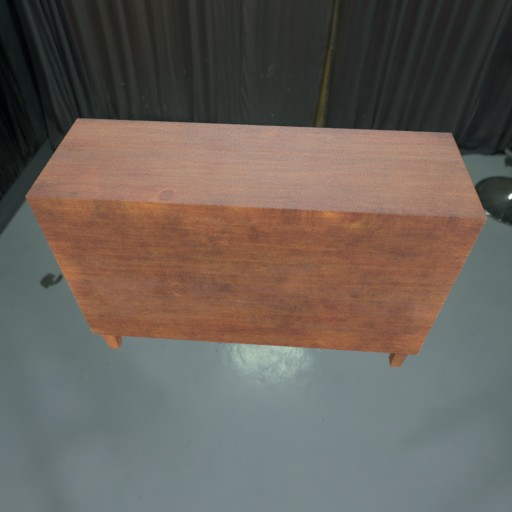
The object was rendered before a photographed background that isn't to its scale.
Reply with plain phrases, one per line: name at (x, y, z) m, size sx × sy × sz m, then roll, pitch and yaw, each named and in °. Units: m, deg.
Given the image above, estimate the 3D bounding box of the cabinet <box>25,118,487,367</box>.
cabinet at (0.000, 0.000, 1.582) m, size 1.204 × 0.805 × 0.403 m, roll 3°, pitch 47°, yaw 3°
